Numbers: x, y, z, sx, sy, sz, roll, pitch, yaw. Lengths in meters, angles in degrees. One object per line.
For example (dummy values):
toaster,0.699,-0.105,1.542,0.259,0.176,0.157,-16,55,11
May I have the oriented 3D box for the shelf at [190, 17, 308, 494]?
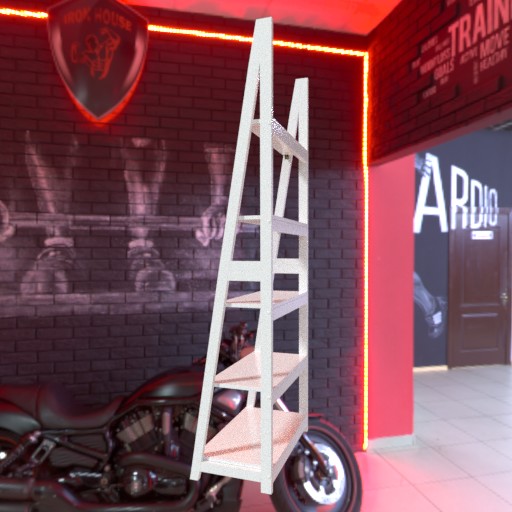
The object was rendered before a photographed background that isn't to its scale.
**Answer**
shelf,0.000,0.000,2.004,0.341,1.779,0.636,0,1,19
